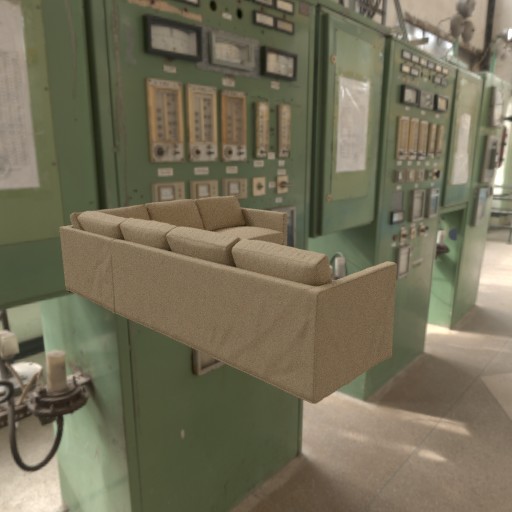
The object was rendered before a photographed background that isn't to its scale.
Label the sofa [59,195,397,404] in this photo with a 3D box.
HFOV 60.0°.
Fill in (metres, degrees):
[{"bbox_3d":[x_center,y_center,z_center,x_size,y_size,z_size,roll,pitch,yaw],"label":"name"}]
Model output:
[{"bbox_3d":[0.000,0.000,4.304,3.182,0.871,2.432,12,18,42],"label":"sofa"}]
